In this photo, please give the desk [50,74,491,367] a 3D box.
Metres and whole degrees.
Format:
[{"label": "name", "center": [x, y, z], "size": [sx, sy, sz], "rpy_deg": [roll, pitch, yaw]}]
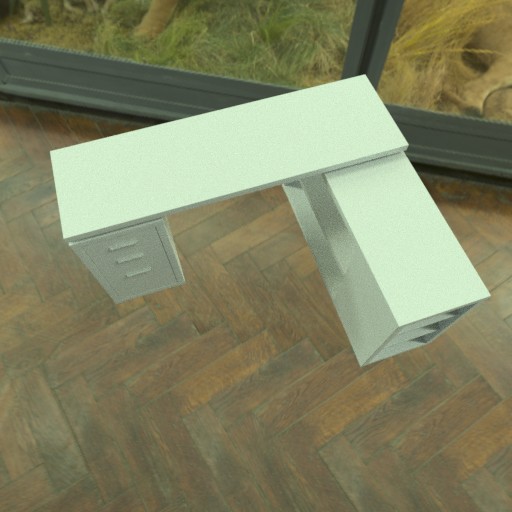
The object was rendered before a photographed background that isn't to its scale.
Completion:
[{"label": "desk", "center": [0.000, 0.000, 2.148], "size": [1.524, 0.753, 1.200], "rpy_deg": [-16, 65, -8]}]
